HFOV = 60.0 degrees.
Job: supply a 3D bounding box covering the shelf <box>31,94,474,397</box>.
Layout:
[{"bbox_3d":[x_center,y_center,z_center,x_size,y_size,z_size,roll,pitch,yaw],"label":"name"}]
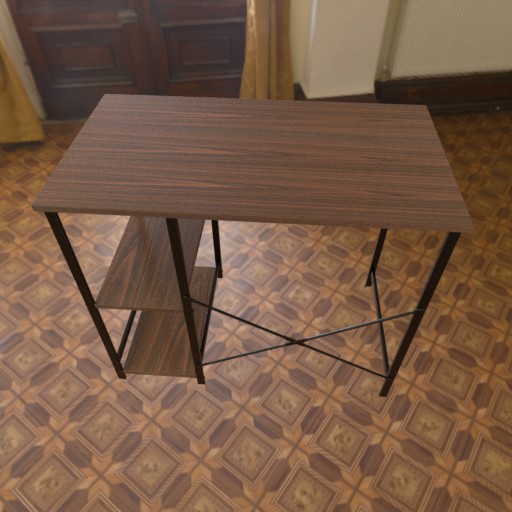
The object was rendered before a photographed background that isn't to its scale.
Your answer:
[{"bbox_3d":[0.000,0.000,1.340,0.902,0.750,0.498,3,46,3],"label":"shelf"}]
